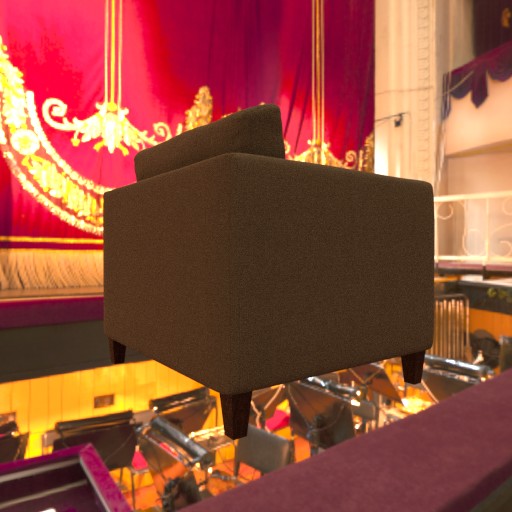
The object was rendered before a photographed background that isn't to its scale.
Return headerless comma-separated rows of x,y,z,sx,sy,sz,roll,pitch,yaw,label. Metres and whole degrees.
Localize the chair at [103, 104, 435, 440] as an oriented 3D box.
0.000,0.000,1.835,0.959,0.963,1.107,-1,1,-36,chair
